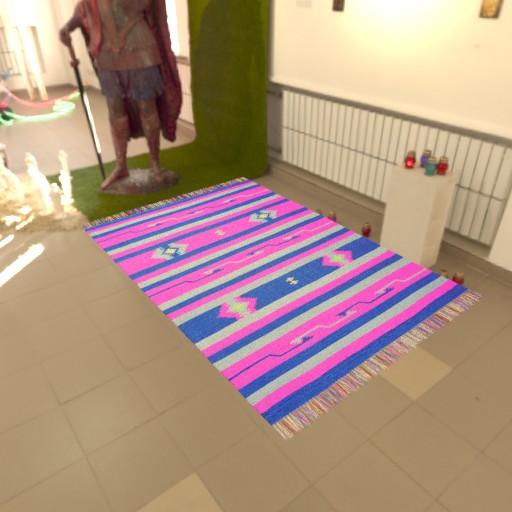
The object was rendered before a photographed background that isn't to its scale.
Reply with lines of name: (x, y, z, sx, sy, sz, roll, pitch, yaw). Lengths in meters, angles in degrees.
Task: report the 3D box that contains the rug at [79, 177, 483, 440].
rug: (0.000, 0.000, 2.934, 1.539, 0.013, 2.350, -23, 39, -32)
